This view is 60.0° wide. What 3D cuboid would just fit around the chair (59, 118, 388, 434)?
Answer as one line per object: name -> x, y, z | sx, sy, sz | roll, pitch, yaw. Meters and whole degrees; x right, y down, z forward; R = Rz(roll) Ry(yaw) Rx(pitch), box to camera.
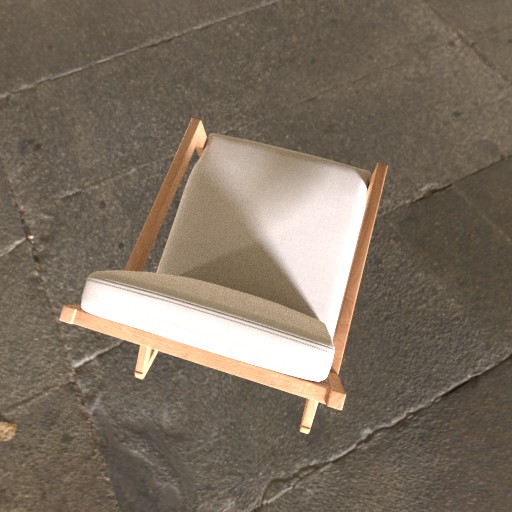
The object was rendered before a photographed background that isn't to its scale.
chair -> 0.000, 0.000, 1.384 | 0.622, 0.790, 0.857 | 16, 64, 8
